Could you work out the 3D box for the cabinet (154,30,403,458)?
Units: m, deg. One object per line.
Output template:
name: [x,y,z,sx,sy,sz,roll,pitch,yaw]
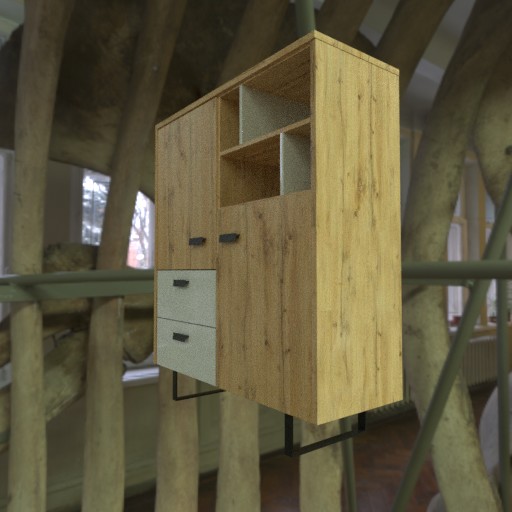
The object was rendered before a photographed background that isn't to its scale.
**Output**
cabinet: [0.000,0.000,1.978,0.473,1.397,1.168,2,-3,-38]
